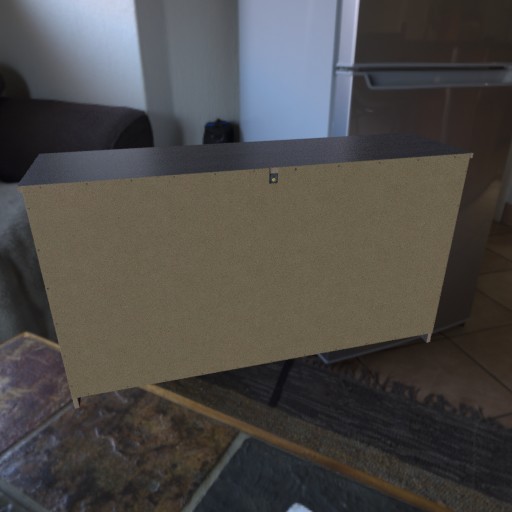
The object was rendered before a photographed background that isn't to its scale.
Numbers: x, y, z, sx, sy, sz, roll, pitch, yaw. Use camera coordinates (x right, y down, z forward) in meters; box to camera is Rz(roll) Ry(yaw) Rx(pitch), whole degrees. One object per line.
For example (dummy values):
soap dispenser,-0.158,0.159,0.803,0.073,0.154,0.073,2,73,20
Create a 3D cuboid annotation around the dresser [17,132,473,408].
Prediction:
dresser,0.000,0.000,1.617,1.360,0.755,0.401,-7,27,-14
